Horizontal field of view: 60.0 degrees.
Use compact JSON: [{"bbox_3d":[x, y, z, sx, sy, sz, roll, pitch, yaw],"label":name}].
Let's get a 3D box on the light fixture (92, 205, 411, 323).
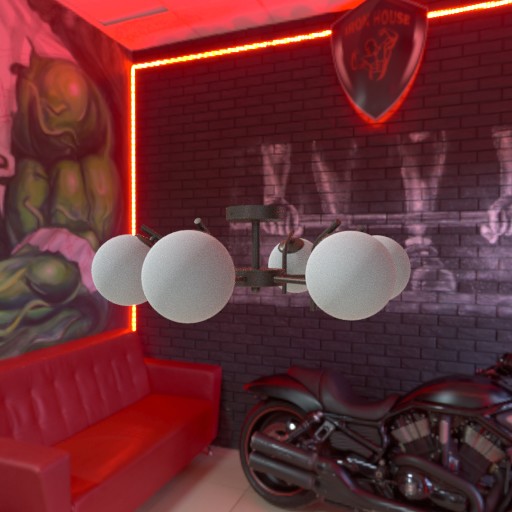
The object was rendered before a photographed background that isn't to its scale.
[{"bbox_3d":[0.000,0.000,0.929,0.662,0.201,0.662,0,1,0],"label":"light fixture"}]
